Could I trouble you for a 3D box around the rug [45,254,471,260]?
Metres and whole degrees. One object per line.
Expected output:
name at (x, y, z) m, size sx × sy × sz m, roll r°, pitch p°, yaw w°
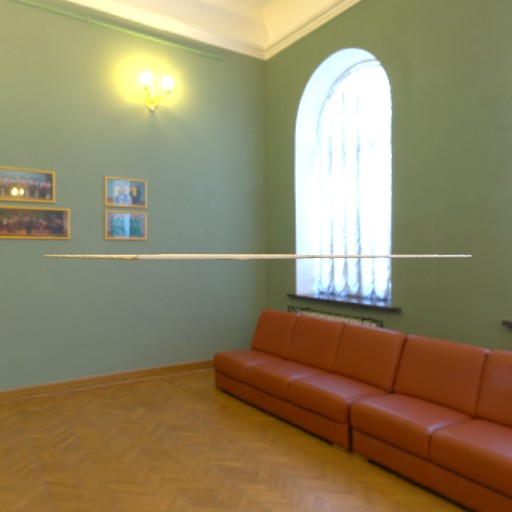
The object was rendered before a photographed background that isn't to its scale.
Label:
rug at (0.000, 0.000, 4.719) m, size 3.659 × 0.037 × 2.734 m, roll 0°, pitch 0°, yaw -36°
